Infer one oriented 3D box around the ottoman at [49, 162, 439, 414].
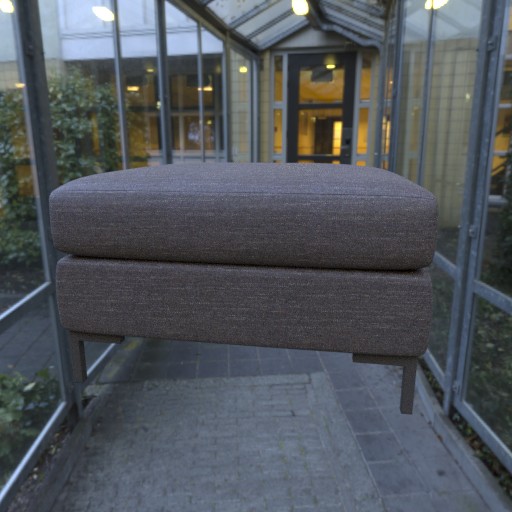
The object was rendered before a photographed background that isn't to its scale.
[{"bbox_3d":[0.000,0.000,1.213,0.820,0.490,0.671,2,14,9],"label":"ottoman"}]
